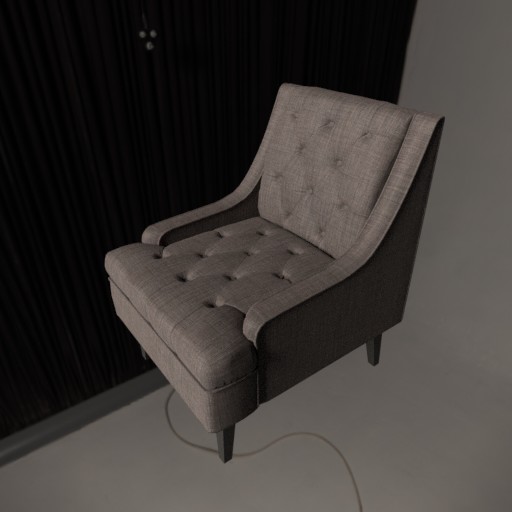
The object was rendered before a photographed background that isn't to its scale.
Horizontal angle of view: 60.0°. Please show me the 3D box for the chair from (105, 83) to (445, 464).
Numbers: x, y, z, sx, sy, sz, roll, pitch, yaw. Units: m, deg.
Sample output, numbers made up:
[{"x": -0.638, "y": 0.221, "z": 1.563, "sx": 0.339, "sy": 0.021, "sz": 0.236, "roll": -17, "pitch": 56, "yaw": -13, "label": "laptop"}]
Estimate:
[{"x": 0.000, "y": 0.000, "z": 1.384, "sx": 0.771, "sy": 0.891, "sz": 0.655, "roll": -21, "pitch": 36, "yaw": -31, "label": "chair"}]
